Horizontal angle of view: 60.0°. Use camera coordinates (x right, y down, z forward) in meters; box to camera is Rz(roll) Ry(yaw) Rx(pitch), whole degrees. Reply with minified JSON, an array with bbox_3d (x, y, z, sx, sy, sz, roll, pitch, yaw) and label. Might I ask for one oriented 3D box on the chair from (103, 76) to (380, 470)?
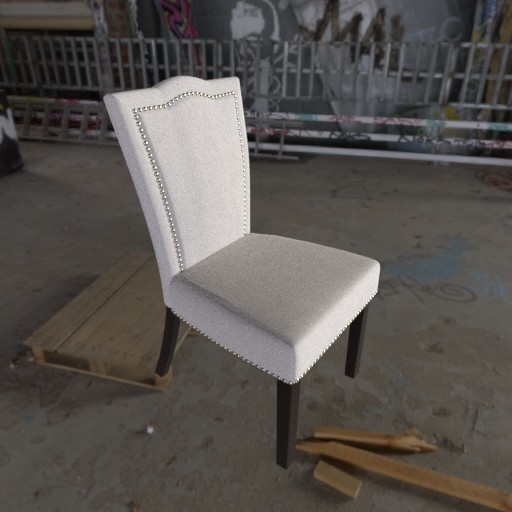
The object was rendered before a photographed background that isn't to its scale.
[{"bbox_3d":[0.000,0.000,1.289,0.589,0.946,0.518,18,33,31],"label":"chair"}]
